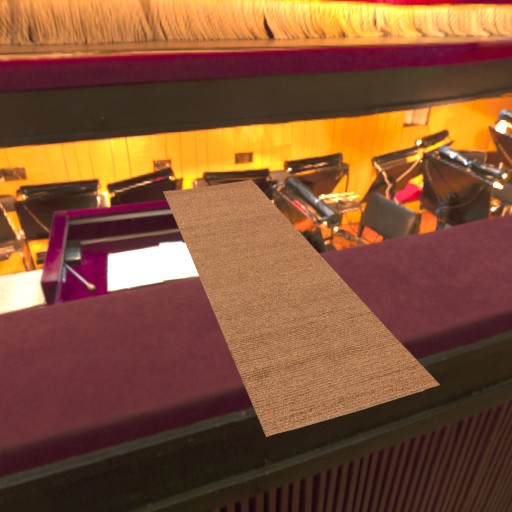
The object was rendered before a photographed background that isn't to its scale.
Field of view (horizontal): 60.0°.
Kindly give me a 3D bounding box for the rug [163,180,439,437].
[{"bbox_3d":[0.000,0.000,2.633,0.741,0.014,2.390,-10,32,-16],"label":"rug"}]
